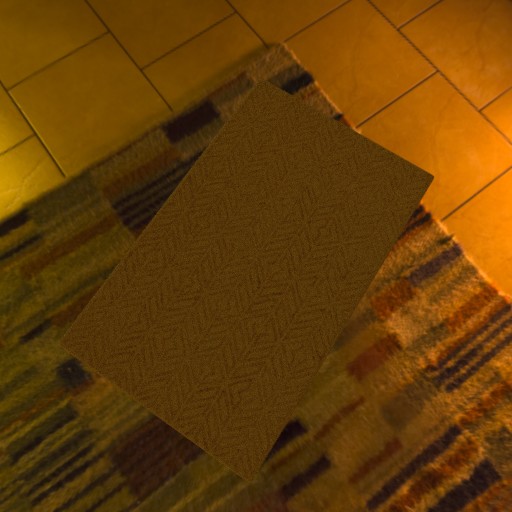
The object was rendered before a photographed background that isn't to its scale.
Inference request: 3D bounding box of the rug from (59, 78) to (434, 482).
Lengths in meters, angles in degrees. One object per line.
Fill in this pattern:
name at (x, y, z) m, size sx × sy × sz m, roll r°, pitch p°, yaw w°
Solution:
rug at (0.000, 0.000, 3.074) m, size 1.523 × 0.008 × 2.438 m, roll 32°, pitch 77°, yaw 8°
